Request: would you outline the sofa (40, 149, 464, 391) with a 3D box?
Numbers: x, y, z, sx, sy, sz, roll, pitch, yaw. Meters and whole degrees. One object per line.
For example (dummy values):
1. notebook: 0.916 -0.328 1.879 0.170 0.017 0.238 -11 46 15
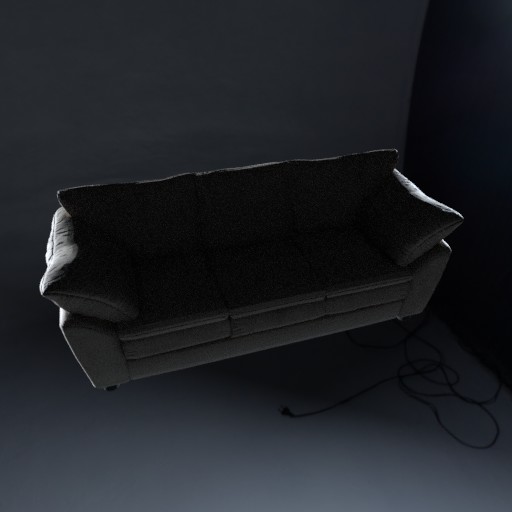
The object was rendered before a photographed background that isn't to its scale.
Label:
1. sofa: 0.000 0.000 2.776 2.334 0.996 0.878 -10 34 -15
